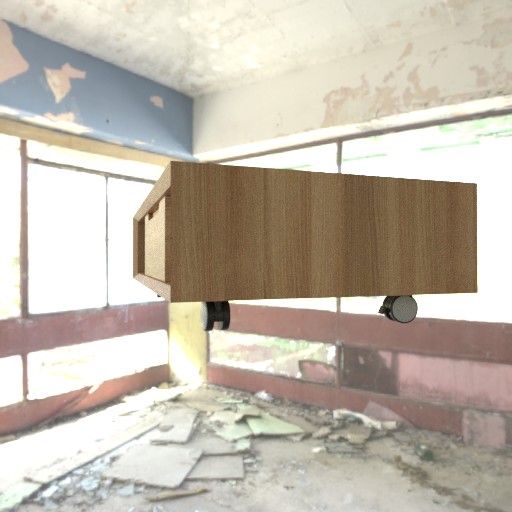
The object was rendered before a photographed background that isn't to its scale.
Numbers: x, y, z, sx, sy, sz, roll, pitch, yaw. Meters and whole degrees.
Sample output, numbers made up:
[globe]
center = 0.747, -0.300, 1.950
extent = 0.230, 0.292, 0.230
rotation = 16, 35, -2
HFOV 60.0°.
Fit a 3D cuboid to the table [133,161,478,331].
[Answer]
[table]
center = 0.000, 0.000, 1.425
extent = 0.700, 0.330, 1.100
rotation = 0, -1, -19
